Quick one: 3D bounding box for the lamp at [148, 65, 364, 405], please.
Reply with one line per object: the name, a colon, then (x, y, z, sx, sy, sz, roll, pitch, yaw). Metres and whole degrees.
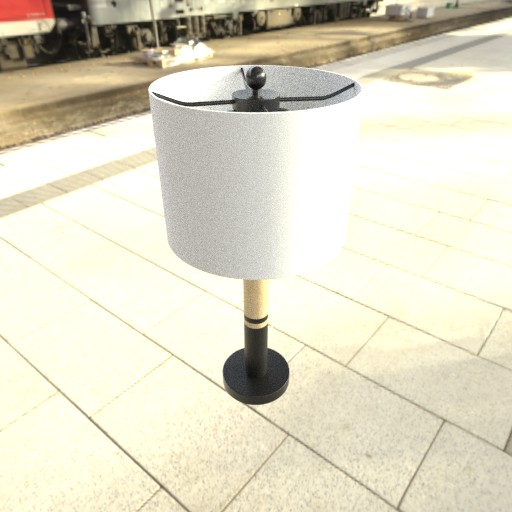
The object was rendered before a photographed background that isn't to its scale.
lamp: (0.000, 0.000, 0.800, 0.305, 0.640, 0.305, 22, 39, 31)
